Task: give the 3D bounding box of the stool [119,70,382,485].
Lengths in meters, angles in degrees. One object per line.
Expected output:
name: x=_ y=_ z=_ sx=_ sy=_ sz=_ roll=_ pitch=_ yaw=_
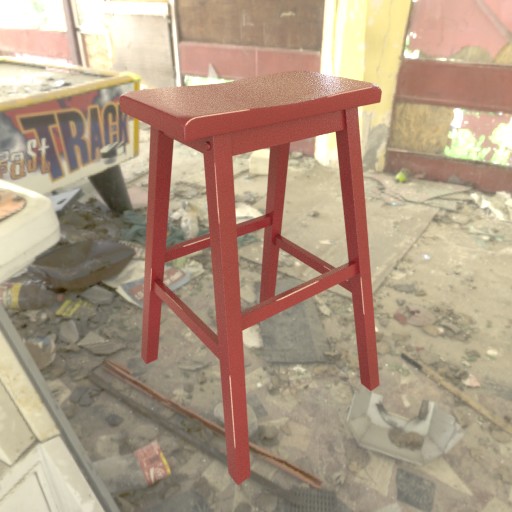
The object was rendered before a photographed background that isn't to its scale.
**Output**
stool: x=0.000 y=0.000 z=1.024 sx=0.457 sy=0.737 sz=0.476 roll=-21 pitch=37 yaw=-31
